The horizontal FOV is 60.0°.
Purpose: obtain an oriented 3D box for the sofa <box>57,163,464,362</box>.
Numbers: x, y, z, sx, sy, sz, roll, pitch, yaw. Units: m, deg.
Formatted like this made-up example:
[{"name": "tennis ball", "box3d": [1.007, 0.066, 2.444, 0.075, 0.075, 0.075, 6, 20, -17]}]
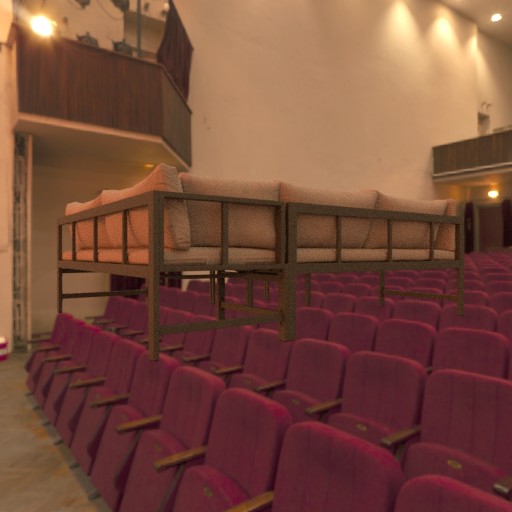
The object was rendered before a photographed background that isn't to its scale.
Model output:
[{"name": "sofa", "box3d": [0.000, 0.000, 2.901, 2.096, 0.758, 1.658, 0, 0, -35]}]
